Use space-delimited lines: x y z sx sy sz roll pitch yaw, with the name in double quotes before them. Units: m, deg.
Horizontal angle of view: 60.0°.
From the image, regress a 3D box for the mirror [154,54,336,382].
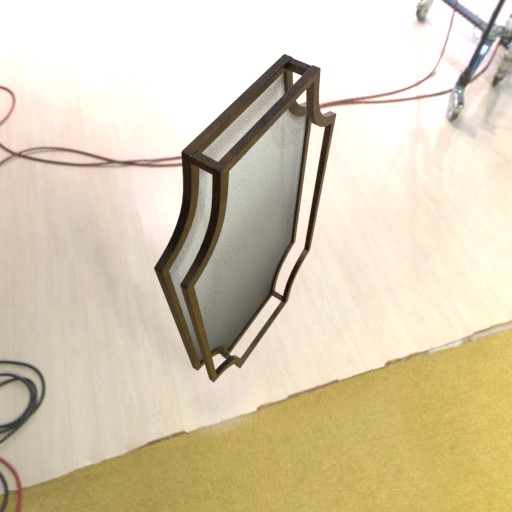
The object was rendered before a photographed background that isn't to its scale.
"mirror" 0.000 0.000 0.976 0.066 0.811 0.462 30 63 17
